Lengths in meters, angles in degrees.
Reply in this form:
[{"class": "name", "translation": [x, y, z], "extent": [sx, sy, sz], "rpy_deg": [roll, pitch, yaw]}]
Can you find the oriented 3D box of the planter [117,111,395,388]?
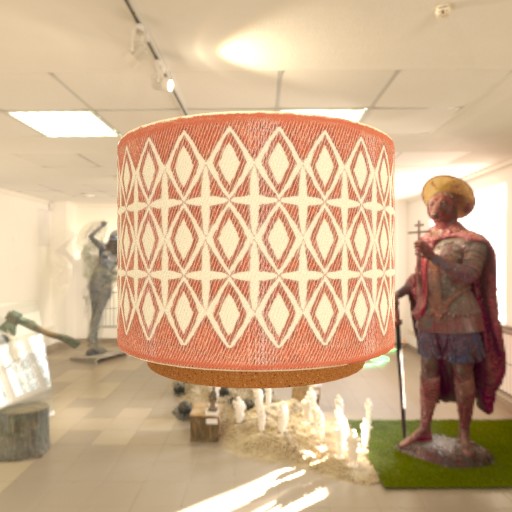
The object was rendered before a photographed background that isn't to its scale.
[{"class": "planter", "translation": [0.000, 0.000, 0.321], "extent": [0.192, 0.148, 0.192], "rpy_deg": [0, 0, 0]}]
